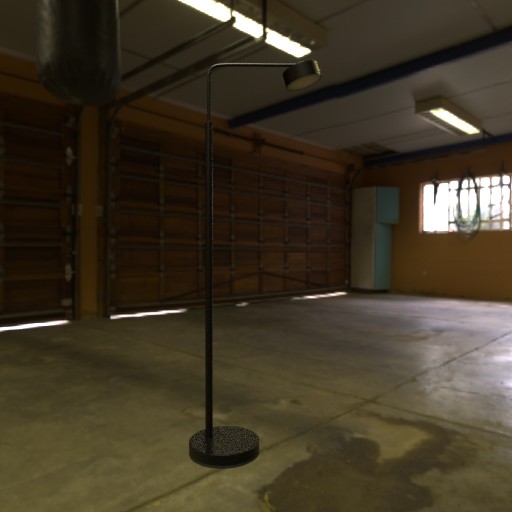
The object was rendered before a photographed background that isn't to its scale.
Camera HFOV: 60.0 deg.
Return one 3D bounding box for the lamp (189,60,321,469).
[{"bbox_3d":[0.000,0.000,1.389,0.418,1.230,0.219,0,0,-1],"label":"lamp"}]
